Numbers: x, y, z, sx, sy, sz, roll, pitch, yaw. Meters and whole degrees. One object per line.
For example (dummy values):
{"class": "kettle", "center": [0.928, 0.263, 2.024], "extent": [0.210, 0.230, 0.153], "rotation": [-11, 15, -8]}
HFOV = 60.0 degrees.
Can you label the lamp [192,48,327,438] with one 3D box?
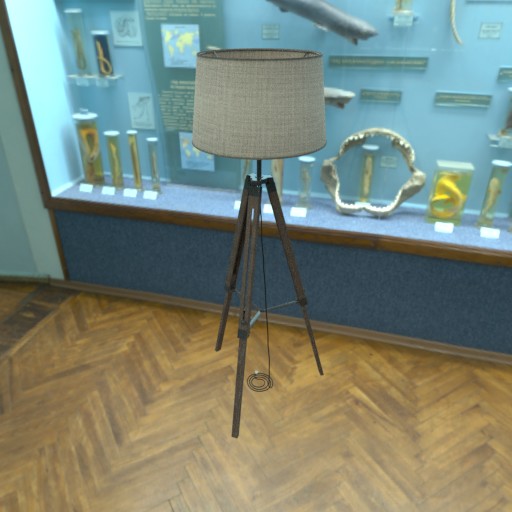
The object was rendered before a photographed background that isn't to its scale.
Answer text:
{"class": "lamp", "center": [0.000, 0.000, 1.816], "extent": [0.604, 1.510, 0.587], "rotation": [8, 30, 15]}
